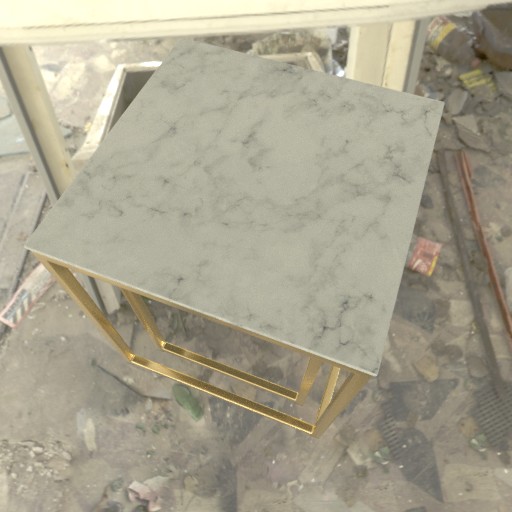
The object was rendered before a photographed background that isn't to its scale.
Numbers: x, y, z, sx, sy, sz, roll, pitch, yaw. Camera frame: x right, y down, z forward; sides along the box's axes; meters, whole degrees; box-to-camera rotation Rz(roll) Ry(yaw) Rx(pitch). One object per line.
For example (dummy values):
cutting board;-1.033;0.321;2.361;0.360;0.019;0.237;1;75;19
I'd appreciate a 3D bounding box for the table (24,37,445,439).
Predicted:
table;0.000;0.000;0.833;0.450;0.500;0.450;18;62;10
